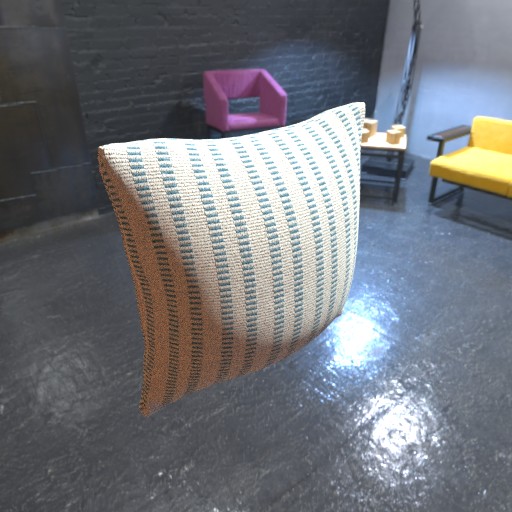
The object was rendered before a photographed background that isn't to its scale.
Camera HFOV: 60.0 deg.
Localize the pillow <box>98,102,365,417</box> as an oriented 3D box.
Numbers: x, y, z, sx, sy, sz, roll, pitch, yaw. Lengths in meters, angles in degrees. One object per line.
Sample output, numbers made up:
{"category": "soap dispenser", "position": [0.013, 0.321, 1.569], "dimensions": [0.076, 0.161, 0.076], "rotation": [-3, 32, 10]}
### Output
{"category": "pillow", "position": [0.000, 0.000, 0.693], "dimensions": [0.438, 0.419, 0.247], "rotation": [-21, 35, -32]}
